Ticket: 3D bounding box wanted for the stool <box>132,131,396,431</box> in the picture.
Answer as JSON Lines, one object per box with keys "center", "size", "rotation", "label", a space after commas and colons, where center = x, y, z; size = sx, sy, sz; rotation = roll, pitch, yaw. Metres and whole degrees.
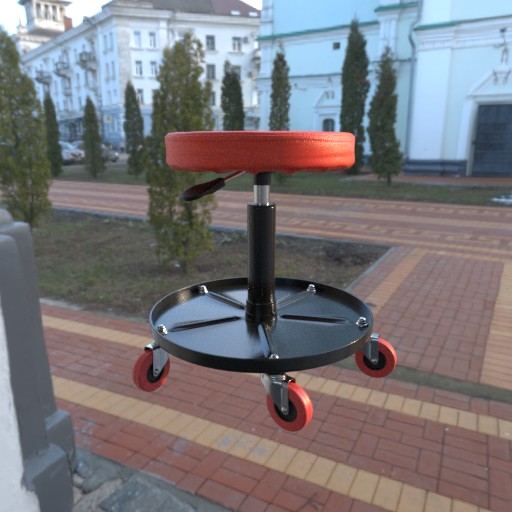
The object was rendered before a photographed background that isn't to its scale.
{"center": [0.000, 0.000, 0.682], "size": [0.381, 0.365, 0.382], "rotation": [13, 19, 42], "label": "stool"}
